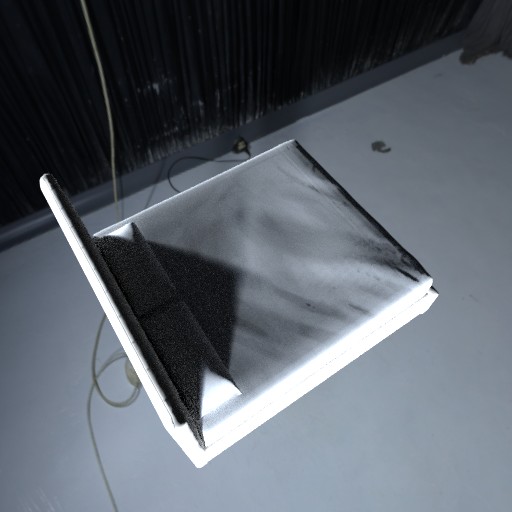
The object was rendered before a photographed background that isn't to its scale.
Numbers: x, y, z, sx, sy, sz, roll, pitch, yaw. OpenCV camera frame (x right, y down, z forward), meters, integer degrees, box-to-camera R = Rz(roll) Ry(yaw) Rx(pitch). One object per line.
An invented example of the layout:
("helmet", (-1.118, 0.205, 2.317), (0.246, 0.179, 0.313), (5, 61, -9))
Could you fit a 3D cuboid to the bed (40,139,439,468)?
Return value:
("bed", (0.000, 0.000, 3.617), (2.387, 1.427, 2.078), (-29, 62, -17))
